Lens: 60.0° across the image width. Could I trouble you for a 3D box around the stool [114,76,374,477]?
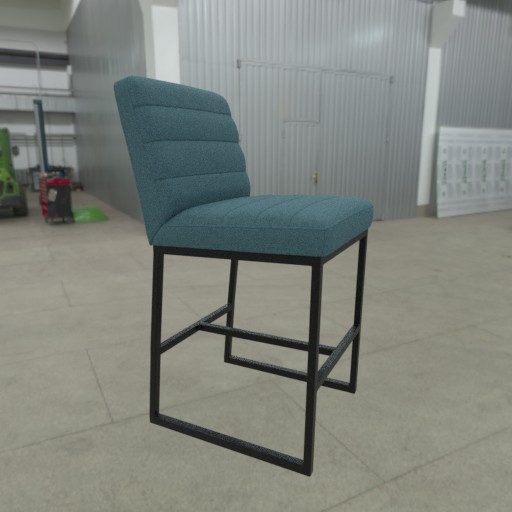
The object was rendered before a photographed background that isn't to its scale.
[{"bbox_3d":[0.000,0.000,1.252,0.560,0.940,0.460,7,15,26],"label":"stool"}]
